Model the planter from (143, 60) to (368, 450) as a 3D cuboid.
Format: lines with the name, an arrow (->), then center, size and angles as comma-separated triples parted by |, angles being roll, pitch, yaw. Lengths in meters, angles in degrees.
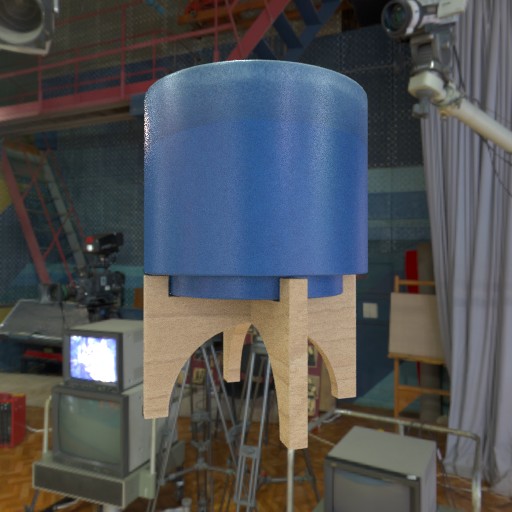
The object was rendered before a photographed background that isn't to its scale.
planter -> 0.000, 0.000, 0.393 | 0.192, 0.263, 0.192 | 0, 0, 0
